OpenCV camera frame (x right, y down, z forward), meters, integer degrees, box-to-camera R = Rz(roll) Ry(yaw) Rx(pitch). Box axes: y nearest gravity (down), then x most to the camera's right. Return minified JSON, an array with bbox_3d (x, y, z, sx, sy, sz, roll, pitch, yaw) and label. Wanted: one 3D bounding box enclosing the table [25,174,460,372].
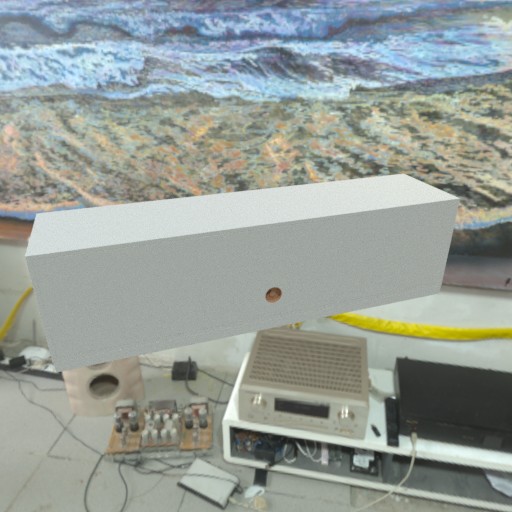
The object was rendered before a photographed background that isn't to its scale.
[{"bbox_3d":[0.000,0.000,1.774,1.550,0.440,0.400,-9,28,-17],"label":"table"}]
